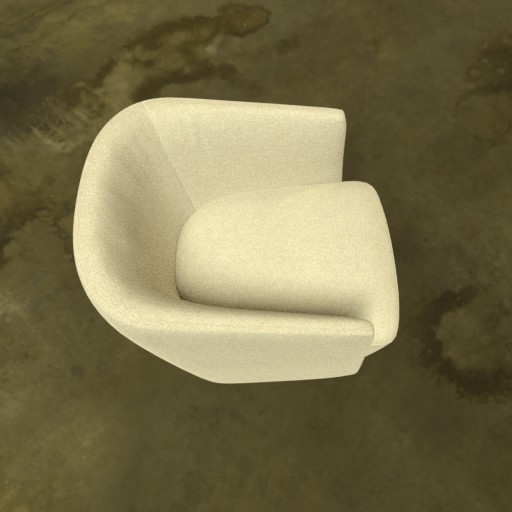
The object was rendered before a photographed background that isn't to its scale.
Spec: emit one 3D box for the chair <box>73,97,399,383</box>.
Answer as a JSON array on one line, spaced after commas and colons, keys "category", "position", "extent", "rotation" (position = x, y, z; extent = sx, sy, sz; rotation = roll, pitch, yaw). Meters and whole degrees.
[{"category": "chair", "position": [0.000, 0.000, 1.596], "extent": [0.986, 0.861, 0.822], "rotation": [-1, 64, 0]}]
